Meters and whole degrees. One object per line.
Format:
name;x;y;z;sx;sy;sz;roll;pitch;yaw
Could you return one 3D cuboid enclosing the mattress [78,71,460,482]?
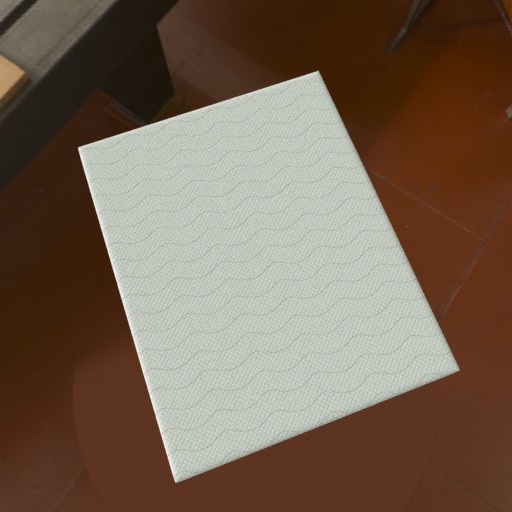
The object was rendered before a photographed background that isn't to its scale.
mattress;0.000;0.000;2.644;1.600;0.230;2.000;-20;76;-5
